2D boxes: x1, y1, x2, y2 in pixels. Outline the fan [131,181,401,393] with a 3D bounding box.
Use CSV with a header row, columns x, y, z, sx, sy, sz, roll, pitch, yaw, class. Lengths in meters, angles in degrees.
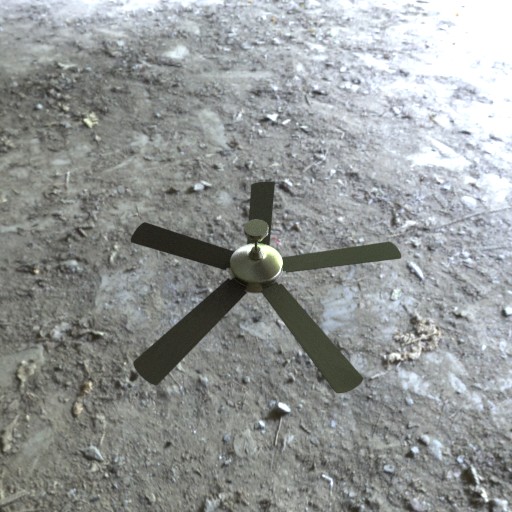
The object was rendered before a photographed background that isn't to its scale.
x,y,z,sx,sy,sz,roll,pitch,yaw,class
0.000,0.000,2.020,1.321,0.356,1.321,10,47,9,fan
